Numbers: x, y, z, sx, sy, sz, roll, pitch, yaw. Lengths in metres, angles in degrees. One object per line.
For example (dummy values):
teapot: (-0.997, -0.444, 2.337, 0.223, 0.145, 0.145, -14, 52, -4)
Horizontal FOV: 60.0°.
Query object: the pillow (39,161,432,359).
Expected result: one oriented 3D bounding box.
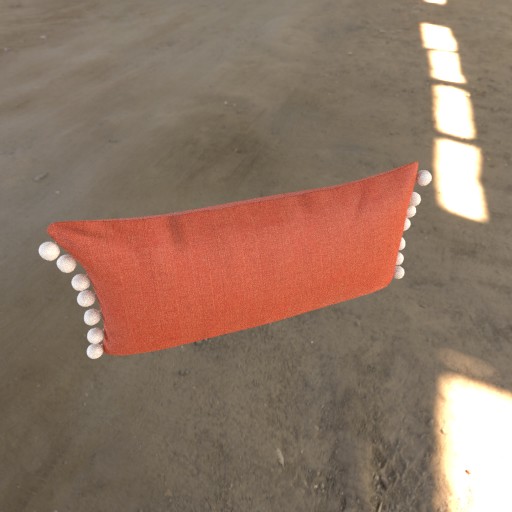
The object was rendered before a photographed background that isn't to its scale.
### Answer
pillow: (0.000, 0.000, 0.852, 0.709, 0.322, 0.201, -13, 43, -14)
